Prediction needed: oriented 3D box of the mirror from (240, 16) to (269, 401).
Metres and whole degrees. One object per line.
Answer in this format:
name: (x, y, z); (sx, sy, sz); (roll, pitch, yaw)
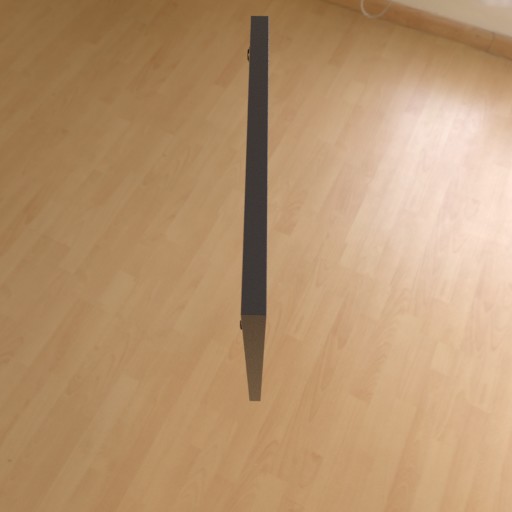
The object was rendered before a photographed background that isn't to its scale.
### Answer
mirror: (0.000, 0.000, 1.152); (0.040, 0.915, 0.609); (1, 65, 0)
